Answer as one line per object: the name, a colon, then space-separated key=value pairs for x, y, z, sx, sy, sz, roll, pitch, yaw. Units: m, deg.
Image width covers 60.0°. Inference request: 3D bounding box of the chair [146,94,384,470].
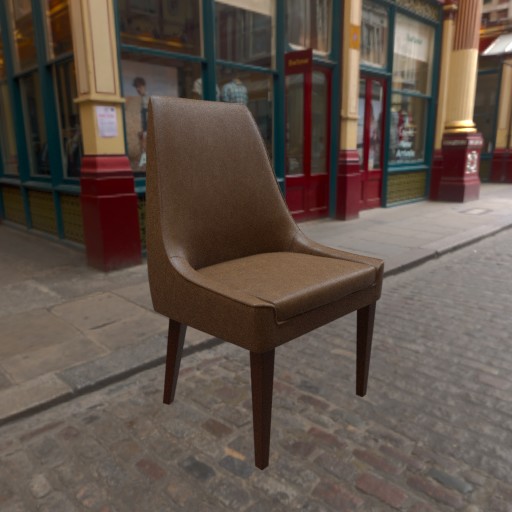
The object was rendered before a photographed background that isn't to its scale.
chair: x=0.000 y=0.000 z=1.234 sx=0.544 sy=0.861 sz=0.529 roll=13 pitch=18 yaw=43
